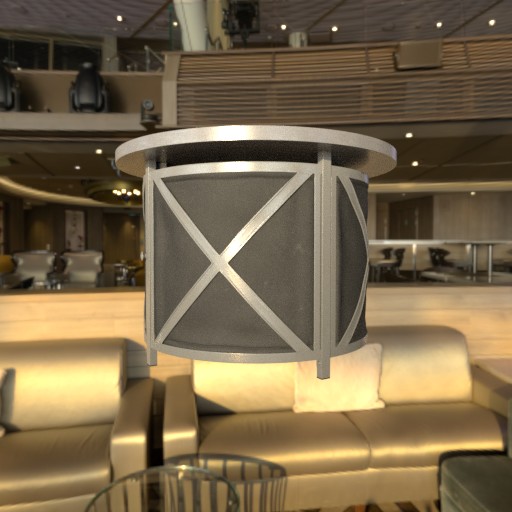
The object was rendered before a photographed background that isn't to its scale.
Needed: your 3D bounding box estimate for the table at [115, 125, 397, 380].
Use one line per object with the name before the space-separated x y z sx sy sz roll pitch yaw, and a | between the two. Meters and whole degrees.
table | 0.000 0.000 1.521 0.914 0.650 0.914 0 2 0
